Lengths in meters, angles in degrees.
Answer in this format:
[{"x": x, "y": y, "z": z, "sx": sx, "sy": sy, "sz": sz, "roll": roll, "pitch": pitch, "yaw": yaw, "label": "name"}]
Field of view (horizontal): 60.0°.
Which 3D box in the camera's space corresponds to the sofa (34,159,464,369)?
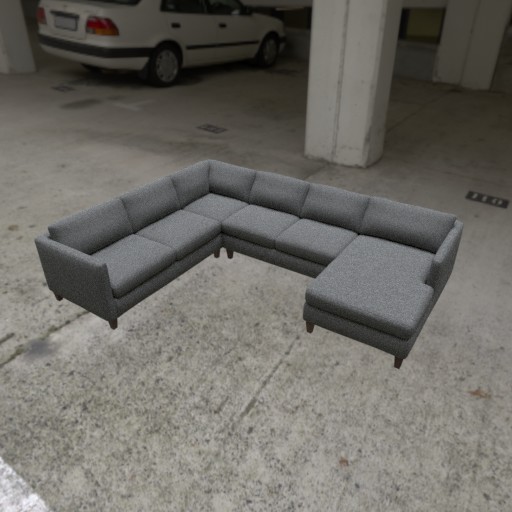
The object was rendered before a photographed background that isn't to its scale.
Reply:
[{"x": 0.000, "y": 0.000, "z": 4.297, "sx": 3.238, "sy": 0.853, "sz": 2.551, "roll": 18, "pitch": 35, "yaw": 28, "label": "sofa"}]
